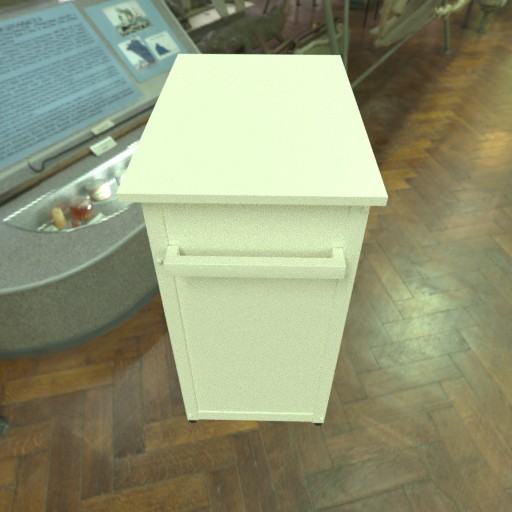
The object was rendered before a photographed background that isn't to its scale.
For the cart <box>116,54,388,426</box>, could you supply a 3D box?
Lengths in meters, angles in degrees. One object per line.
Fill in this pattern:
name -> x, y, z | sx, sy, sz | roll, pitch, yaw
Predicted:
cart -> 0.000, 0.000, 1.249 | 0.442, 0.864, 0.683 | 1, 43, 1
